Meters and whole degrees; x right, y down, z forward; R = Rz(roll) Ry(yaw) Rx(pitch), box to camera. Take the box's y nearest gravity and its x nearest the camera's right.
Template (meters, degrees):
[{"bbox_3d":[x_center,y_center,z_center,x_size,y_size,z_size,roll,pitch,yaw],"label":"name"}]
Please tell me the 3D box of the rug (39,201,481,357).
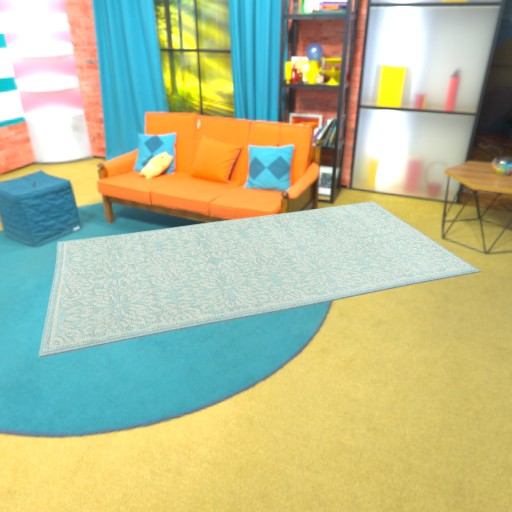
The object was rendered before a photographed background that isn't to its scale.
[{"bbox_3d":[0.000,0.000,1.409,1.219,0.007,0.604,-9,29,-16],"label":"rug"}]
